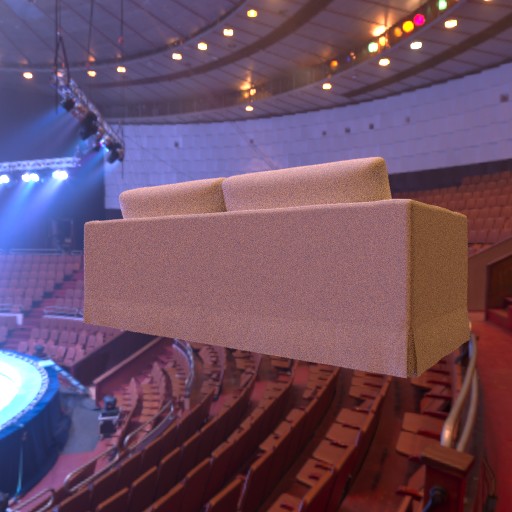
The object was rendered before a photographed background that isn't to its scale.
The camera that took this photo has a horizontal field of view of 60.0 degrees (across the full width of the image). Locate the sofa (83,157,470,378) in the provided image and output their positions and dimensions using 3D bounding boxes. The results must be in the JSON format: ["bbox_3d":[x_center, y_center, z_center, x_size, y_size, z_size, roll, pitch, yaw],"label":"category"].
[{"bbox_3d":[0.000,0.000,2.635,2.163,0.881,0.954,0,1,37],"label":"sofa"}]
